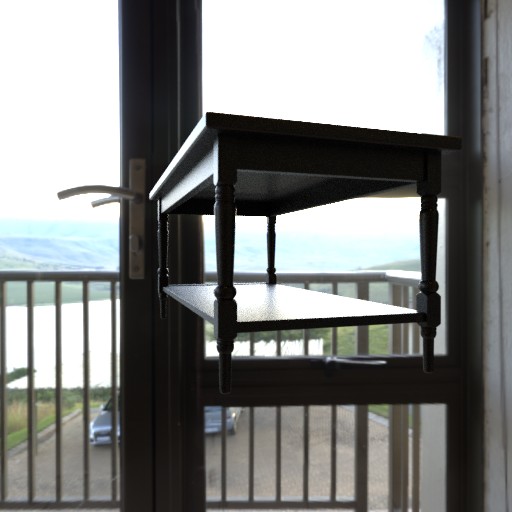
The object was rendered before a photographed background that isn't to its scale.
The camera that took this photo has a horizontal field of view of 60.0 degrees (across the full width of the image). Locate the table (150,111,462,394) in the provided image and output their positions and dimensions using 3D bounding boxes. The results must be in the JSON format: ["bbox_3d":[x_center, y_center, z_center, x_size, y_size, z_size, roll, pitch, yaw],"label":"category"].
[{"bbox_3d":[0.000,0.000,1.376,0.550,0.510,1.107,0,0,-18],"label":"table"}]
